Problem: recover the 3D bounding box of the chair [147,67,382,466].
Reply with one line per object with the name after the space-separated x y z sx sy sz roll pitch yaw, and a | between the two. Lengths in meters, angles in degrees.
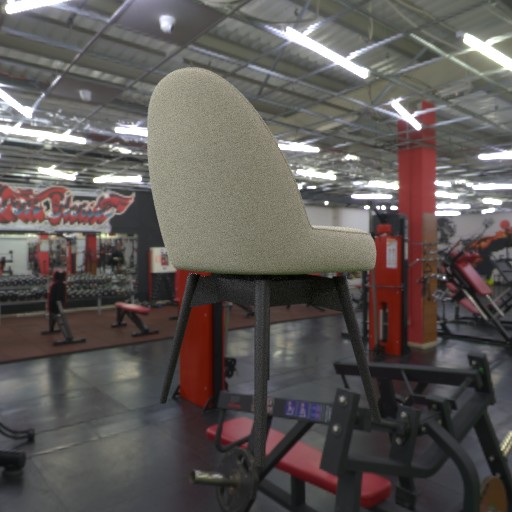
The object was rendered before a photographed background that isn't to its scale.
0.000 0.000 1.171 0.540 0.838 0.532 -1 1 -37 | chair
